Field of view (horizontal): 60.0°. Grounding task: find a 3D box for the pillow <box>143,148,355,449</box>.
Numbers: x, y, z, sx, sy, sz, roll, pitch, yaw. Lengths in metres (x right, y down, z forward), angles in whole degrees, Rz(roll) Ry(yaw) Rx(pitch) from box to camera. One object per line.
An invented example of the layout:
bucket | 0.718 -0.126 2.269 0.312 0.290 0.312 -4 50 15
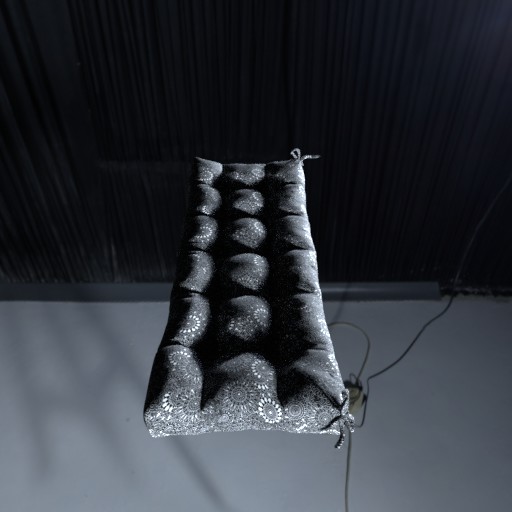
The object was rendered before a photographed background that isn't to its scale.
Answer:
pillow | 0.000 0.000 1.364 0.511 0.174 1.194 -1 40 -1
